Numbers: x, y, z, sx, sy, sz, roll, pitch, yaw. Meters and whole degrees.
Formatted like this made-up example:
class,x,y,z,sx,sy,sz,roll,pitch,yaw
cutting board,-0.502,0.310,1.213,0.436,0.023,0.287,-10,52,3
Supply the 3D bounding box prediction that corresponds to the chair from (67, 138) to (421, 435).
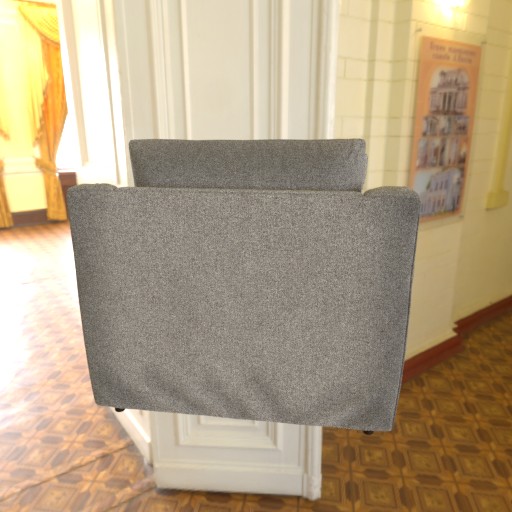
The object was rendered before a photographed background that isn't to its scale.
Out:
class,x,y,z,sx,sy,sz,roll,pitch,yaw
chair,0.000,0.000,2.019,1.194,1.059,1.071,2,17,8
